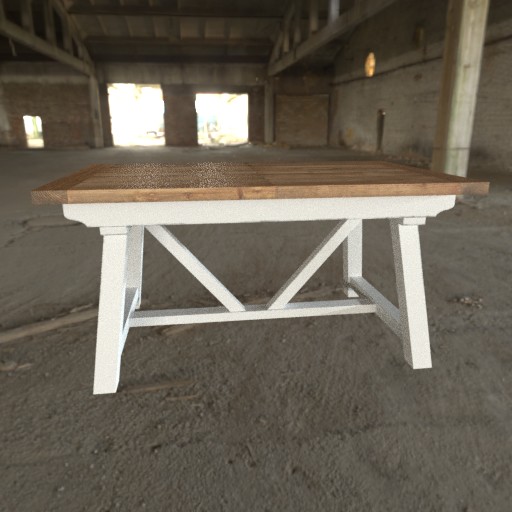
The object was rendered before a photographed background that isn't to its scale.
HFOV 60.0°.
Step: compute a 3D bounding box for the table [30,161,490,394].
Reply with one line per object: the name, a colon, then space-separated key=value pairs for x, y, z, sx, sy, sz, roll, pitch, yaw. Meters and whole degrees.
table: x=0.000 y=0.000 z=1.976 sx=1.503 sy=0.743 sz=0.922 roll=-2 pitch=17 yaw=-8
